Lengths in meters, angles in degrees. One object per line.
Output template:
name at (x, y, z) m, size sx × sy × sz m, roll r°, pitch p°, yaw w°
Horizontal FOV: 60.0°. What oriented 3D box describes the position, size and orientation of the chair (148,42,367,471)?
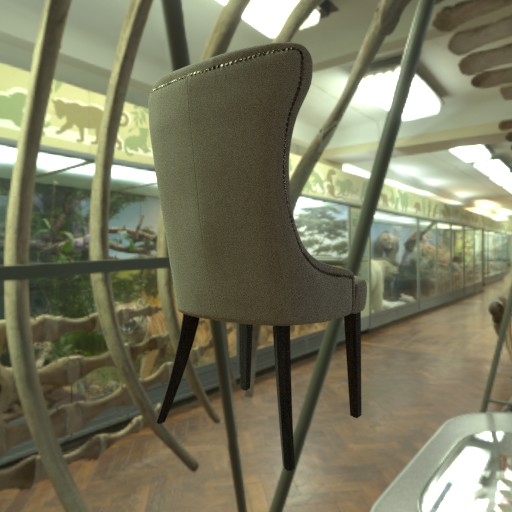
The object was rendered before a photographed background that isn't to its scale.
chair at (0.000, 0.000, 1.404) m, size 0.584 × 1.065 × 0.590 m, roll 1°, pitch 1°, yaw 38°
